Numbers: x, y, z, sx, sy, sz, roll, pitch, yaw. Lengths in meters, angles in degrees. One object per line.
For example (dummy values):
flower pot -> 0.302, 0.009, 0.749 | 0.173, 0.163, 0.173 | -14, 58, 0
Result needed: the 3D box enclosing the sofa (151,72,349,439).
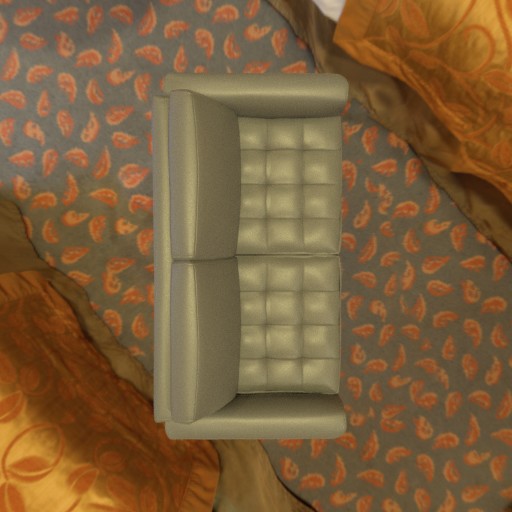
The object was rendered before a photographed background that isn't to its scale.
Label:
sofa -> 0.000, 0.000, 2.726 | 1.121, 0.930, 2.177 | 0, 92, 0
